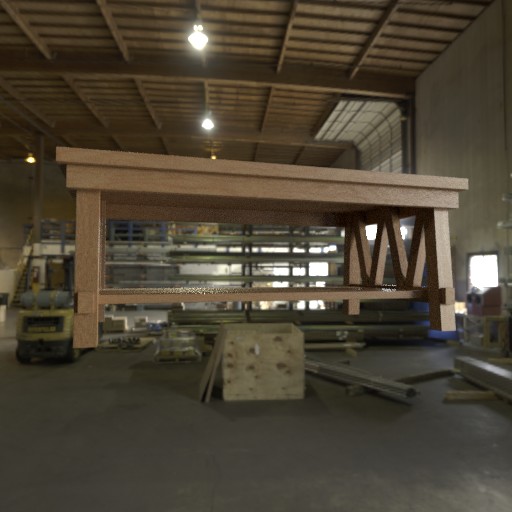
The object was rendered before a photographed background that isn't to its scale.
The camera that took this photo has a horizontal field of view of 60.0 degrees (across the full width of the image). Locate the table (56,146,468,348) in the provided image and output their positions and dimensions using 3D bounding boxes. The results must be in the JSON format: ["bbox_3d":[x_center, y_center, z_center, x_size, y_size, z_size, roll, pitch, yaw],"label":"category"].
[{"bbox_3d":[0.000,0.000,1.628,1.270,0.507,0.711,1,-2,-17],"label":"table"}]
